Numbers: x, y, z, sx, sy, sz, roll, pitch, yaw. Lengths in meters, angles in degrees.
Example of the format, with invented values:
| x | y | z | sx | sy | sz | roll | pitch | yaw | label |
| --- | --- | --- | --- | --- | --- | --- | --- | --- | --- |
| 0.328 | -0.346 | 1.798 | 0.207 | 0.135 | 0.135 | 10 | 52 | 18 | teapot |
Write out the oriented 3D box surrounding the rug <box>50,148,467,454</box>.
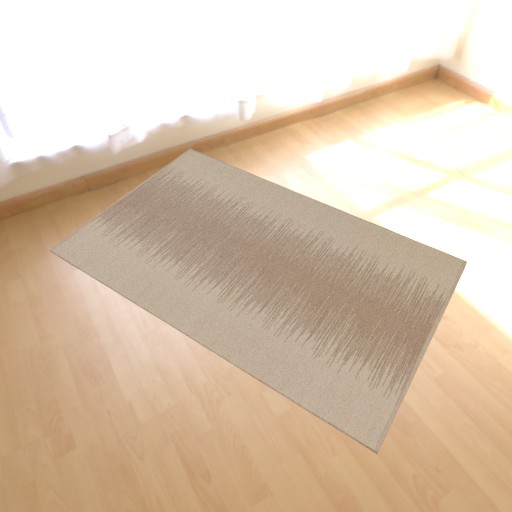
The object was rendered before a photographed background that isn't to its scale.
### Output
| x | y | z | sx | sy | sz | roll | pitch | yaw | label |
| --- | --- | --- | --- | --- | --- | --- | --- | --- | --- |
| 0.000 | 0.000 | 3.037 | 2.440 | 0.012 | 1.522 | 26 | 52 | 23 | rug |
